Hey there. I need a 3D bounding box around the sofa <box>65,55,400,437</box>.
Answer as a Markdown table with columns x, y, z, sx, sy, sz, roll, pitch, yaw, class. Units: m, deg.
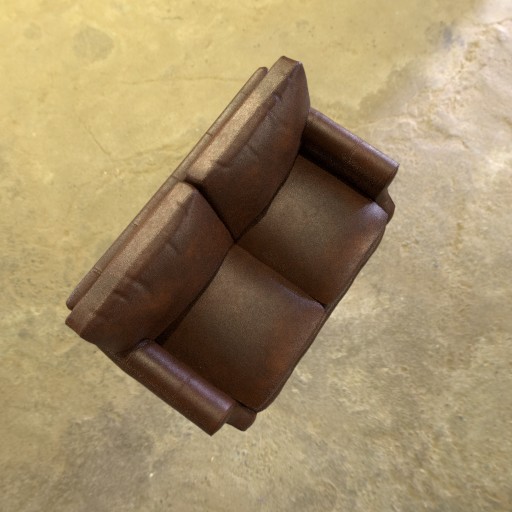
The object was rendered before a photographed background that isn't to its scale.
| x | y | z | sx | sy | sz | roll | pitch | yaw | class |
| --- | --- | --- | --- | --- | --- | --- | --- | --- | --- |
| 0.000 | 0.000 | 2.237 | 0.990 | 0.976 | 1.616 | 35 | 78 | 8 | sofa |
